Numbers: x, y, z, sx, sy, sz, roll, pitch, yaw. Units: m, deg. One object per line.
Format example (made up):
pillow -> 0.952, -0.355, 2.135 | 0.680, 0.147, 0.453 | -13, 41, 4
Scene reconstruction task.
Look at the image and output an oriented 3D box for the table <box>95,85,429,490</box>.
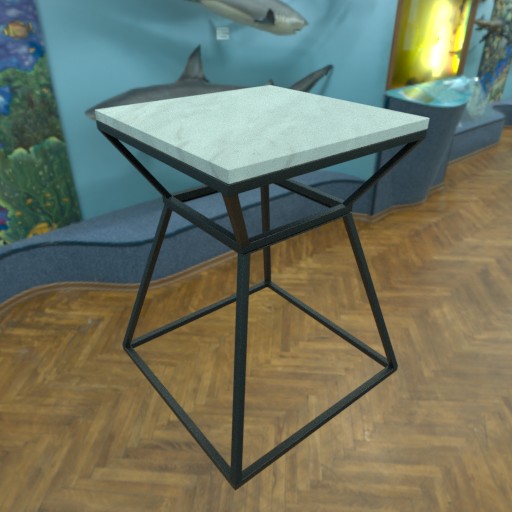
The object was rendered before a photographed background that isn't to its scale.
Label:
table -> 0.000, 0.000, 0.892 | 0.455, 0.559, 0.455 | -22, 37, -33
